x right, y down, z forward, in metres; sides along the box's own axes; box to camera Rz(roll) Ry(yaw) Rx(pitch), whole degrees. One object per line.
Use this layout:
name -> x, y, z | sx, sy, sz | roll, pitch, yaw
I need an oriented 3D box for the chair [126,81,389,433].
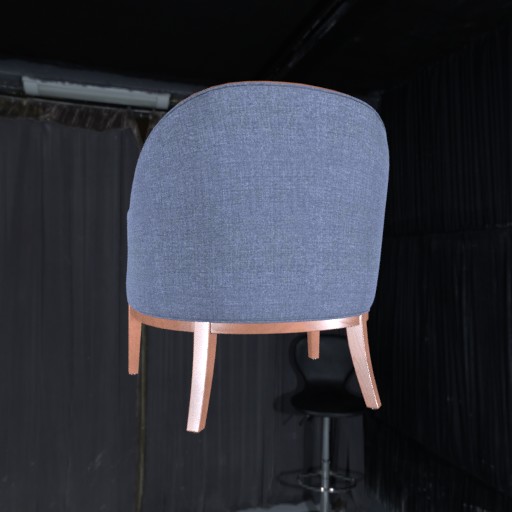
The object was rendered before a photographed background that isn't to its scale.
chair -> 0.000, 0.000, 1.460 | 0.803, 0.876, 0.735 | 0, 0, -19
